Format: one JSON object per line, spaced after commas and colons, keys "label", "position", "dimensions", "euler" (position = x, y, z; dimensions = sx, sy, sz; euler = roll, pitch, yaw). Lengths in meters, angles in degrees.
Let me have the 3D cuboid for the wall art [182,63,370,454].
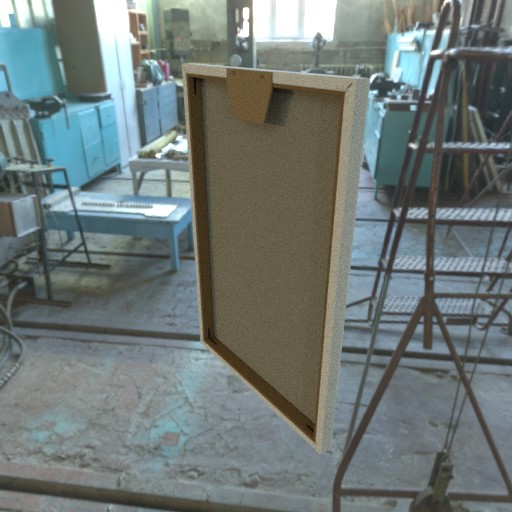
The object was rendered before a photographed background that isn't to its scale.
{"label": "wall art", "position": [0.000, 0.000, 1.178], "dimensions": [0.048, 0.916, 0.602], "euler": [-19, 32, -33]}
